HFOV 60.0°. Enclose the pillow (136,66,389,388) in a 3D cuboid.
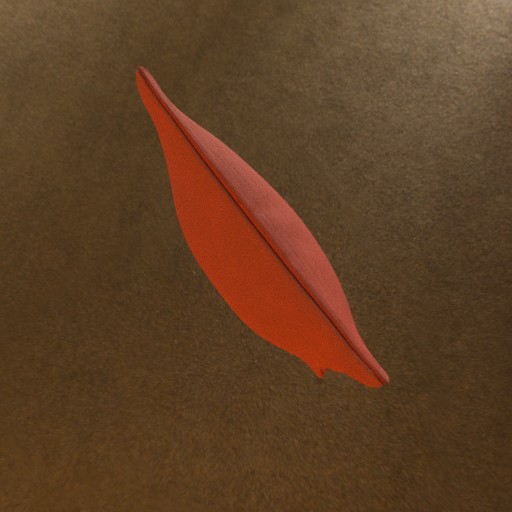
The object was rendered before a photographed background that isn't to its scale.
[{"bbox_3d":[0.000,0.000,0.659,0.151,0.416,0.435,-36,79,-8],"label":"pillow"}]
